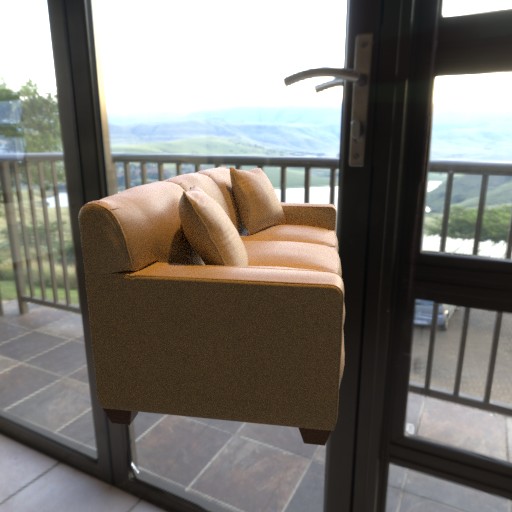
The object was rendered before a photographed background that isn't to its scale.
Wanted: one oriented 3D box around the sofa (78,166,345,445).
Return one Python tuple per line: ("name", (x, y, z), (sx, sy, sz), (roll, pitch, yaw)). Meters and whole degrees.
("sofa", (0.000, 0.000, 2.564), (0.997, 0.958, 2.024), (2, 15, 9))
